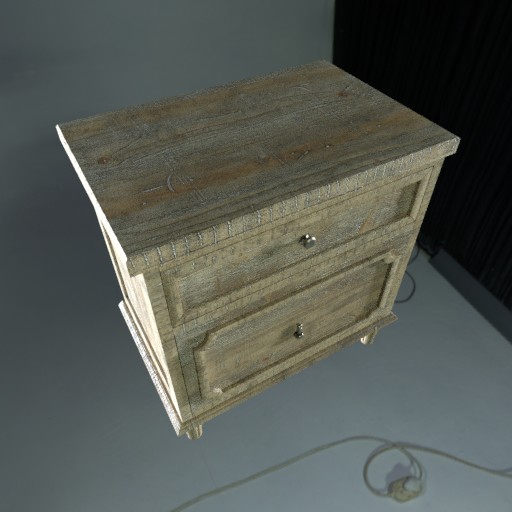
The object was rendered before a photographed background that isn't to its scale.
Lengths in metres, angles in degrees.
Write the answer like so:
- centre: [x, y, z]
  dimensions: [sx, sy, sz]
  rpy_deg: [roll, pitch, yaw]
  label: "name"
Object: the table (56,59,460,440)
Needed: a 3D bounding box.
- centre: [0.000, 0.000, 1.139]
  dimensions: [0.686, 0.711, 0.457]
  rpy_deg: [-22, 49, -21]
  label: "table"
